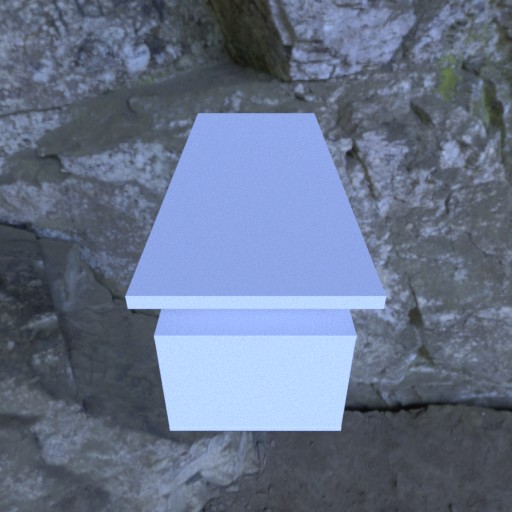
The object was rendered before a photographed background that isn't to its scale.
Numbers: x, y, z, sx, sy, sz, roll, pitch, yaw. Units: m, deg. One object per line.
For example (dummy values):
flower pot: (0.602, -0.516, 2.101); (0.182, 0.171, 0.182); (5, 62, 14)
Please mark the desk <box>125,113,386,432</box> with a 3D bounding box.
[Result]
desk: (0.000, 0.000, 1.873); (0.603, 0.773, 1.530); (0, 33, 0)
